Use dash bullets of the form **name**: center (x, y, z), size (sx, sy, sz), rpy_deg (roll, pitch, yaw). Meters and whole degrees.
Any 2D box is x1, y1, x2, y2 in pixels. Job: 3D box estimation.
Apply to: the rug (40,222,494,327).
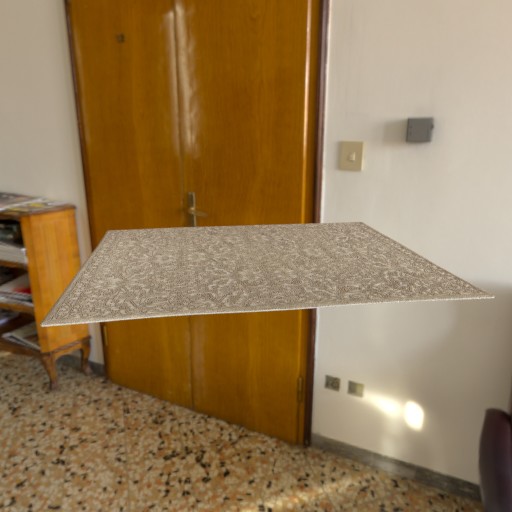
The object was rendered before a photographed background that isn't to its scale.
- **rug**: center (0.000, 0.000, 4.045), size (3.017, 0.035, 2.472), rpy_deg (-3, 17, -8)
